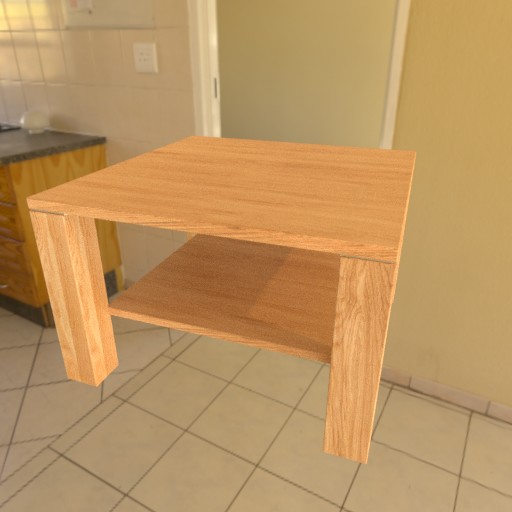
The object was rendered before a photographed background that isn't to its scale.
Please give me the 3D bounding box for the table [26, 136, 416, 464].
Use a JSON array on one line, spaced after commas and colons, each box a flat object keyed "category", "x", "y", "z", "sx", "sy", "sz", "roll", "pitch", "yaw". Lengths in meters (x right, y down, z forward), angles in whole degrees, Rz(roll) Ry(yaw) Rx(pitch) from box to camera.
[{"category": "table", "x": 0.000, "y": 0.000, "z": 1.148, "sx": 0.700, "sy": 0.450, "sz": 0.700, "roll": 9, "pitch": 27, "yaw": 18}]
